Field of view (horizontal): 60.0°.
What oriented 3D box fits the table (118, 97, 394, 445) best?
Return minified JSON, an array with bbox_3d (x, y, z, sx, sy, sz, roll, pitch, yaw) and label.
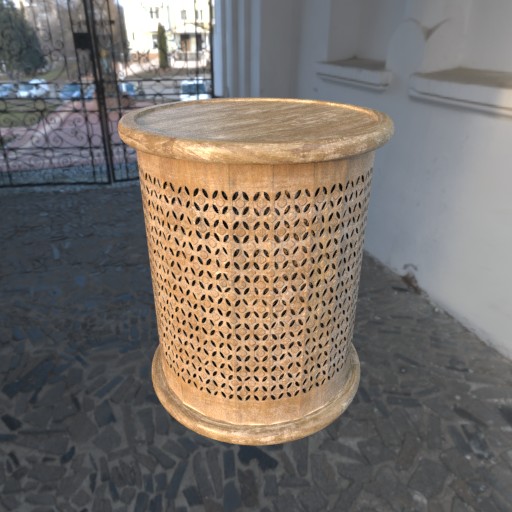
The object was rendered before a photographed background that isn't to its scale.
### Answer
[{"bbox_3d":[0.000,0.000,0.781,0.407,0.482,0.407,0,27,0],"label":"table"}]
